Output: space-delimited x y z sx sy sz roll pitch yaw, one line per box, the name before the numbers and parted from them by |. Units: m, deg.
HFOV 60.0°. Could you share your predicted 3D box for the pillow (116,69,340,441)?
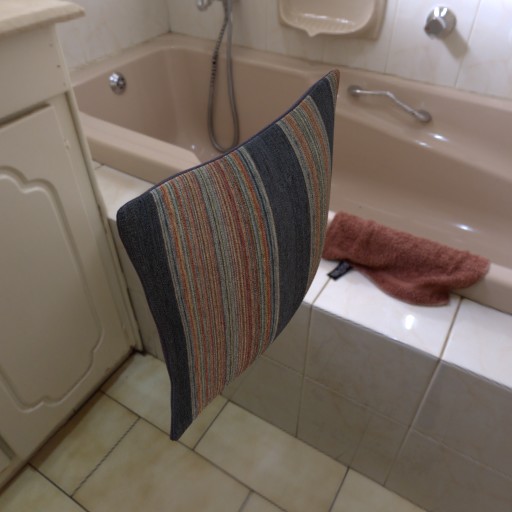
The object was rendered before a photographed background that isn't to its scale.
pillow | 0.000 0.000 0.648 0.136 0.419 0.437 24 47 25
